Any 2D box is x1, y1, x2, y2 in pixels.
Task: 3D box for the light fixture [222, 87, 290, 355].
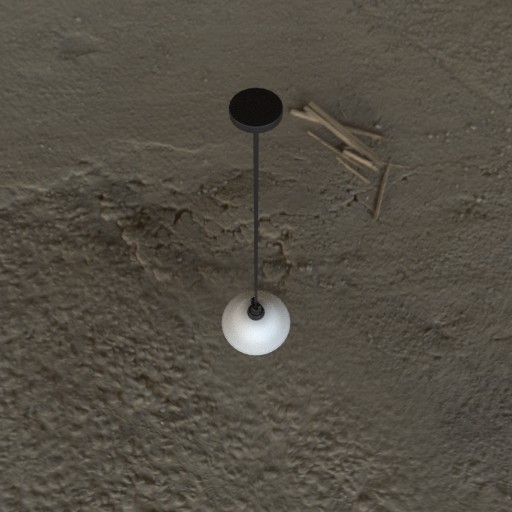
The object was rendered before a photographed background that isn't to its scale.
[{"bbox_3d":[0.000,0.000,1.516,0.324,1.337,0.324,-32,67,-16],"label":"light fixture"}]
